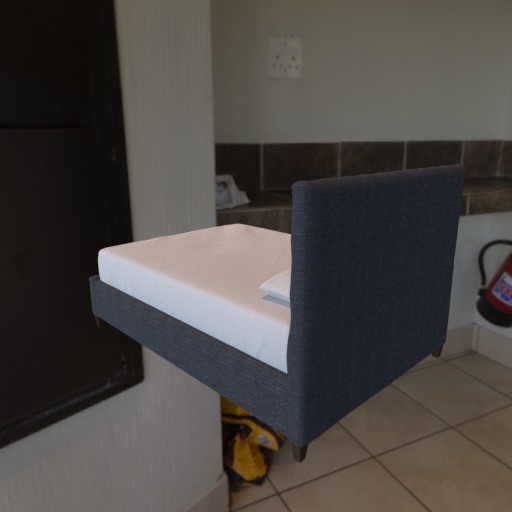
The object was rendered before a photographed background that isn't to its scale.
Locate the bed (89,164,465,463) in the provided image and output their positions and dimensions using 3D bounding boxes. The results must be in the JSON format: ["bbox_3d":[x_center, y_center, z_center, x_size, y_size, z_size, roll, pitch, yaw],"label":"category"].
[{"bbox_3d":[0.000,0.000,3.433,1.698,1.427,2.387,-14,21,-42],"label":"bed"}]
